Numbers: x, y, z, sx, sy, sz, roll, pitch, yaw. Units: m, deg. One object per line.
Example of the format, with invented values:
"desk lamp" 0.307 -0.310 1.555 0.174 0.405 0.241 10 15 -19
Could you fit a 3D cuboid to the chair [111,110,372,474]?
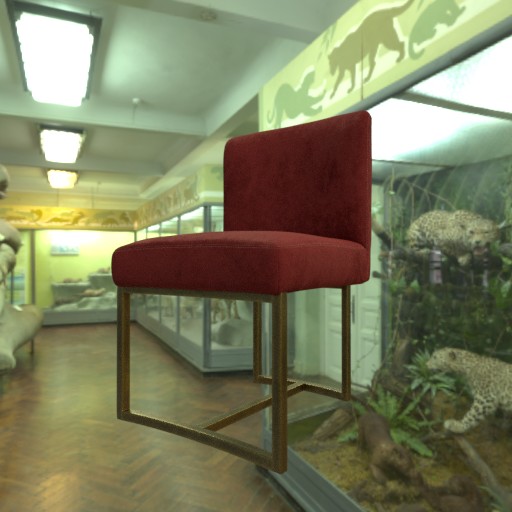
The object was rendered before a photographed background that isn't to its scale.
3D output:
"chair" 0.000 0.000 1.185 0.530 0.824 0.560 0 -1 36
